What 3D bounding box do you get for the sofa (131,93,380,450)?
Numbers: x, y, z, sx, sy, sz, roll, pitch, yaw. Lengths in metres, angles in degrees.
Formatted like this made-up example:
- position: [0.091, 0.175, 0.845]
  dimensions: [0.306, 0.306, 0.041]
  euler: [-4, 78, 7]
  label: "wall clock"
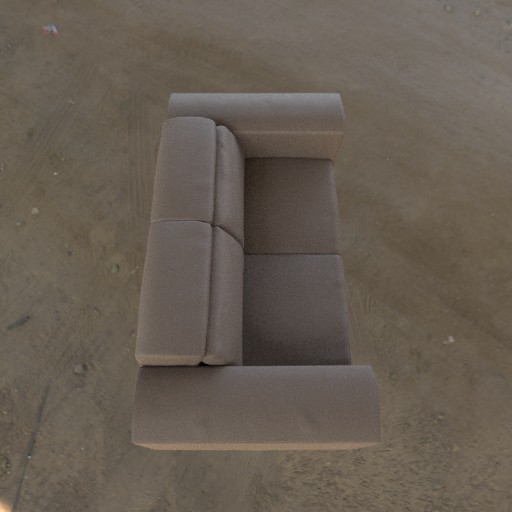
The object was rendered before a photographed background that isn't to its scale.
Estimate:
- position: [0.000, 0.000, 2.350]
  dimensions: [1.003, 0.779, 1.895]
  euler: [0, 63, 0]
  label: "sofa"
